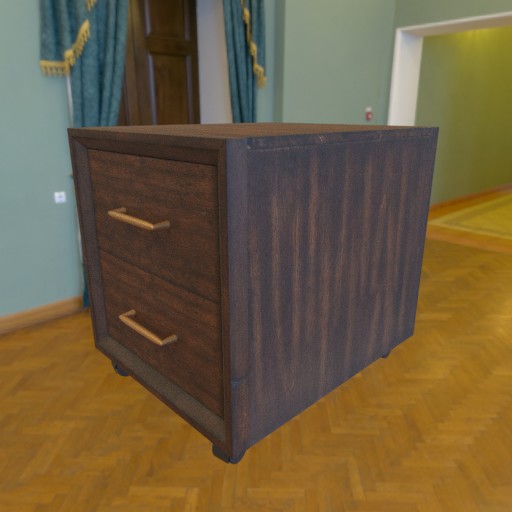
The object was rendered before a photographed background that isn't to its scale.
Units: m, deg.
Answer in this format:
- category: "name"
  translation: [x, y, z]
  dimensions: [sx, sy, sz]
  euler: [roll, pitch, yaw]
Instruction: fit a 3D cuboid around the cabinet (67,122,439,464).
- category: "cabinet"
  translation: [0.000, 0.000, 0.815]
  dimensions: [0.500, 0.455, 0.402]
  euler: [-17, 25, -41]
